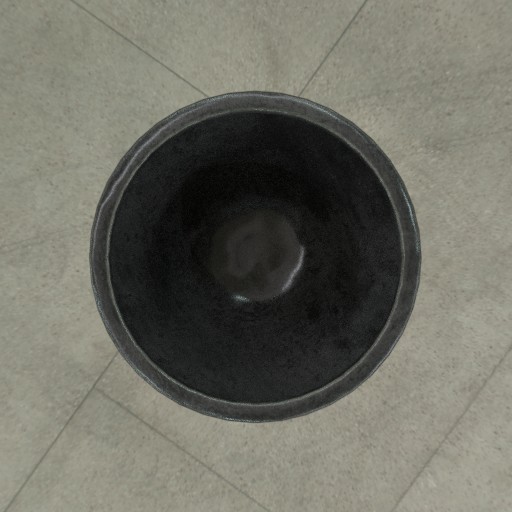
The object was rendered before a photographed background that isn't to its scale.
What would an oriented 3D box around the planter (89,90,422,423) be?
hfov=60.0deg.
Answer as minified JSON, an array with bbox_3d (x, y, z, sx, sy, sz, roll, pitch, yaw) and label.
[{"bbox_3d":[0.000,0.000,0.304,0.172,0.160,0.172,0,91,0],"label":"planter"}]
